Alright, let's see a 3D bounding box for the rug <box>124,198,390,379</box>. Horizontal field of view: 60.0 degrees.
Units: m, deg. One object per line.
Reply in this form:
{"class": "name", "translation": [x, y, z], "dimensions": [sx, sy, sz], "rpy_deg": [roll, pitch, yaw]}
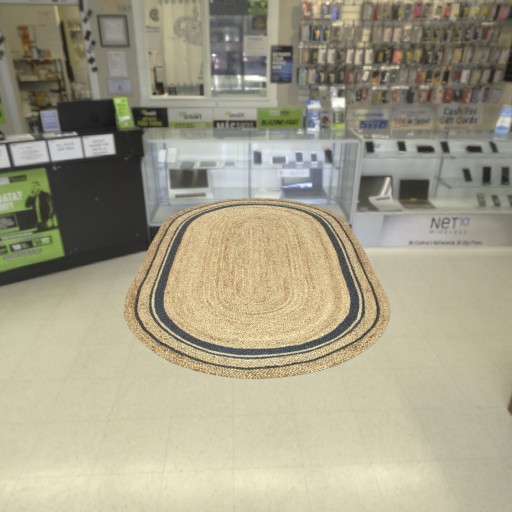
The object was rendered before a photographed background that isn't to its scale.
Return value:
{"class": "rug", "translation": [0.000, 0.000, 3.032], "dimensions": [1.520, 0.006, 2.432], "rpy_deg": [0, 26, 0]}
